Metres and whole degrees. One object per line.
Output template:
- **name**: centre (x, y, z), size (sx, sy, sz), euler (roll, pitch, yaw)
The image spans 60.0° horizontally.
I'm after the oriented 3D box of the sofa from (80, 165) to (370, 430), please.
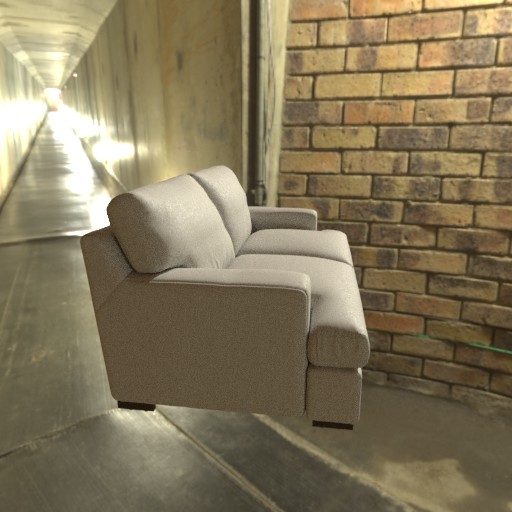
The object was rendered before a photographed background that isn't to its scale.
- **sofa**: centre (0.000, 0.000, 2.575), size (1.143, 0.940, 1.880), euler (2, 15, 8)
